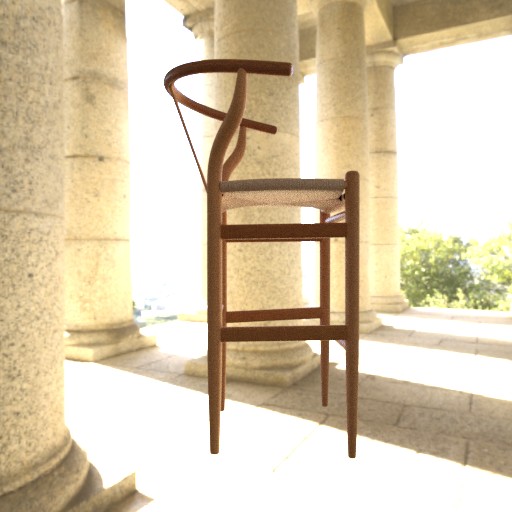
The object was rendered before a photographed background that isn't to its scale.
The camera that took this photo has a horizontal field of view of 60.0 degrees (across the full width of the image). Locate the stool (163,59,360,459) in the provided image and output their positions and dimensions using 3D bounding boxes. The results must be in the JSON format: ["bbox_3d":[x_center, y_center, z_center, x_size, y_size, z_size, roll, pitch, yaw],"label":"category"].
[{"bbox_3d":[0.000,0.000,1.367,0.561,1.068,0.574,0,0,-1],"label":"stool"}]
